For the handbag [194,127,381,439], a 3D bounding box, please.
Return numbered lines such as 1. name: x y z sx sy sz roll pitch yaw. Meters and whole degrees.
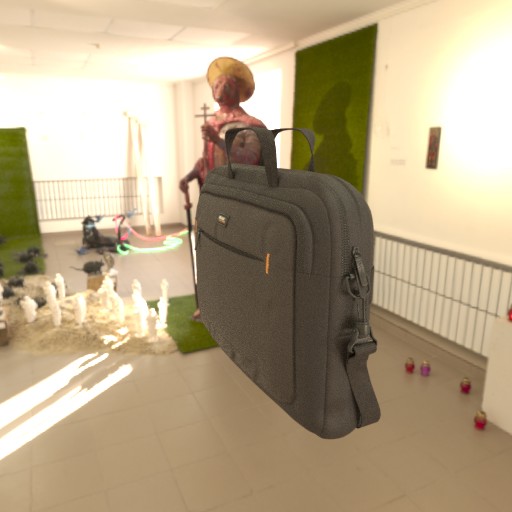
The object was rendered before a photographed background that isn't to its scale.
1. handbag: 0.000 0.000 0.440 0.089 0.244 0.320 -7 16 -25
